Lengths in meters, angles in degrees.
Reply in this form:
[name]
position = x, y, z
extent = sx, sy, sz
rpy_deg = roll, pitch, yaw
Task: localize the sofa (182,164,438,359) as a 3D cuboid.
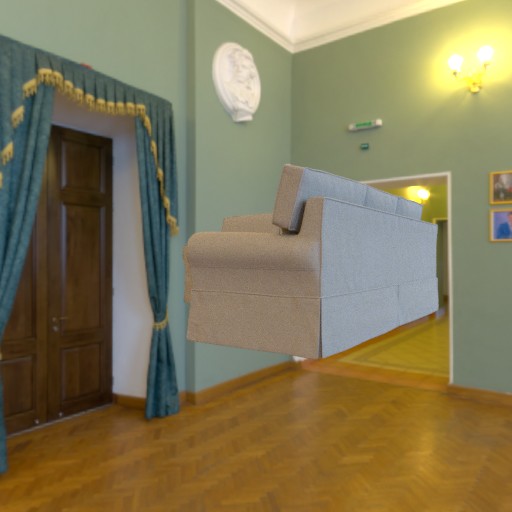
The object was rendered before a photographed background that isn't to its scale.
[sofa]
position = 0.000, 0.000, 4.235
extent = 2.730, 1.124, 2.733
rpy_deg = 0, 0, 35
